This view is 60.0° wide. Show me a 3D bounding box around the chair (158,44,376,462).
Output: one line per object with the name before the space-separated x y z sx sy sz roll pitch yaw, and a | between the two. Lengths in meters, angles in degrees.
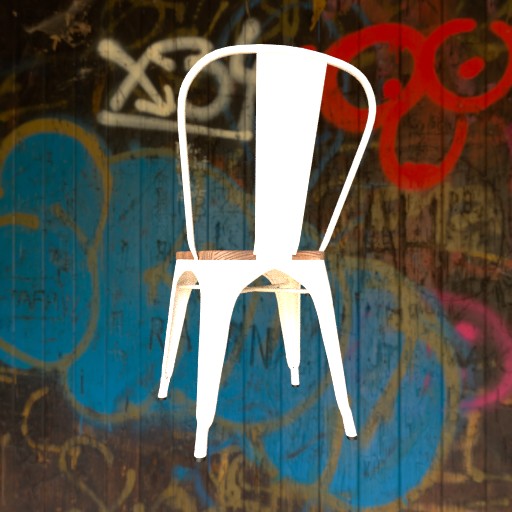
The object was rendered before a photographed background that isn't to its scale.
chair | 0.000 0.000 1.146 0.452 0.851 0.521 0 0 -18
